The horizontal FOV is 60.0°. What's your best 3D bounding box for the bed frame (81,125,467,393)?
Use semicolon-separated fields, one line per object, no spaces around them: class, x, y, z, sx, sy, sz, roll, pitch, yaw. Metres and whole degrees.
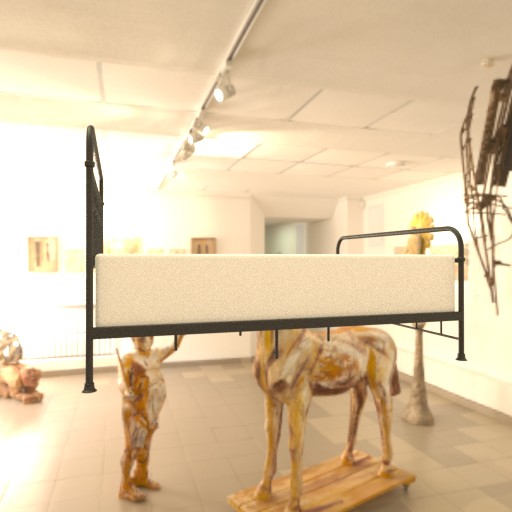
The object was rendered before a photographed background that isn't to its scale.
bed frame;0.000;0.000;3.158;2.203;1.276;1.664;0;0;-17
